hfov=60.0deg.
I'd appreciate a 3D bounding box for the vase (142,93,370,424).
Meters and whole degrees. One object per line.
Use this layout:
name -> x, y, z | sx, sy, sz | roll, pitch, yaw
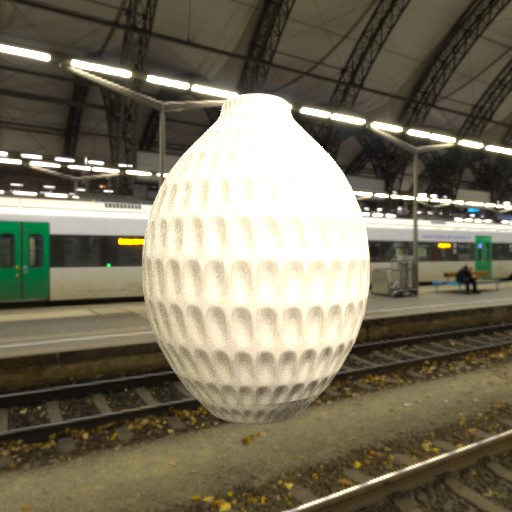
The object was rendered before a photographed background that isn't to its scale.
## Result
vase -> 0.000, 0.000, 0.326 | 0.162, 0.223, 0.162 | 0, 0, 0
